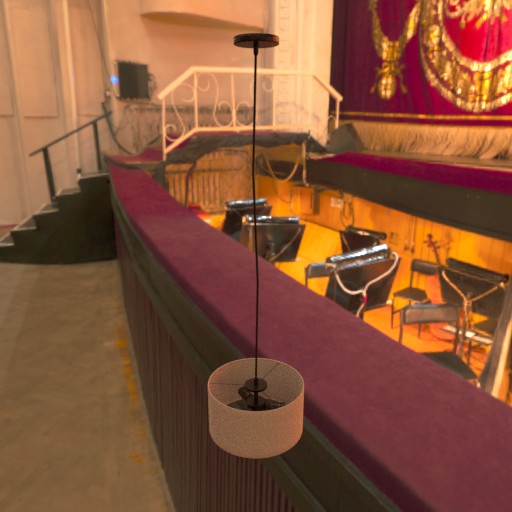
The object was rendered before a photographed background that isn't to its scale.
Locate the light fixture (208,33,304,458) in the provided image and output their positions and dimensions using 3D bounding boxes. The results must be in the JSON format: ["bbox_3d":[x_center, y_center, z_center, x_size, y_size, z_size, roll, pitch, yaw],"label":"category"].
[{"bbox_3d":[0.000,0.000,1.690,0.399,1.516,0.399,0,17,0],"label":"light fixture"}]
